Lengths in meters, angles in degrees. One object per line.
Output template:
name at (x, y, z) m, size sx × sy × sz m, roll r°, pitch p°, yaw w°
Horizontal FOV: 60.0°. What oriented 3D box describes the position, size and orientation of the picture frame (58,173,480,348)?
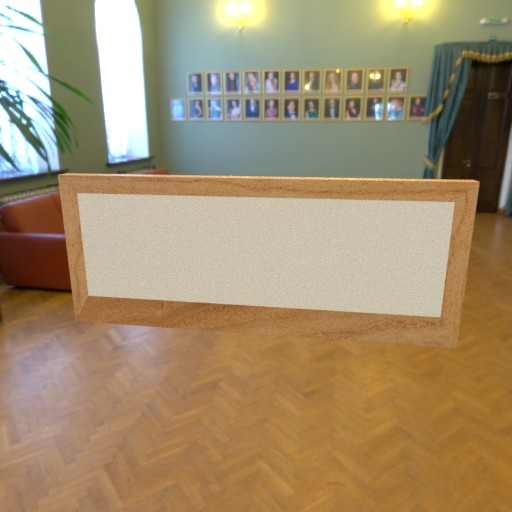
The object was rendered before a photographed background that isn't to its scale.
picture frame at (0.000, 0.000, 0.660) m, size 0.582 × 0.234 × 0.045 m, roll 3°, pitch 16°, yaw 9°
